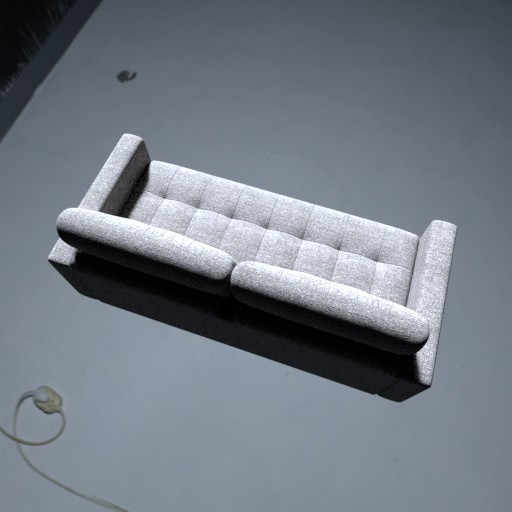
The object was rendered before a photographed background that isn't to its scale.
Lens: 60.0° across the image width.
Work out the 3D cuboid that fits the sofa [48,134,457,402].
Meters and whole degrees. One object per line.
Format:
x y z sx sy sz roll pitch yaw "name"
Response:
0.000 0.000 2.269 1.821 0.902 0.863 17 65 8 "sofa"
